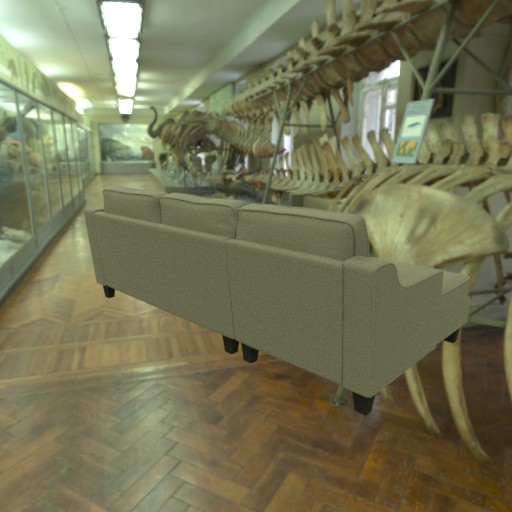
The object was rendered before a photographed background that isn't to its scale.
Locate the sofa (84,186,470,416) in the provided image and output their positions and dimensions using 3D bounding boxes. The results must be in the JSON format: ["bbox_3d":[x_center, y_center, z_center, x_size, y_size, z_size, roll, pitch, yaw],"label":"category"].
[{"bbox_3d":[0.000,0.000,3.170,2.561,0.928,1.294,13,19,42],"label":"sofa"}]
